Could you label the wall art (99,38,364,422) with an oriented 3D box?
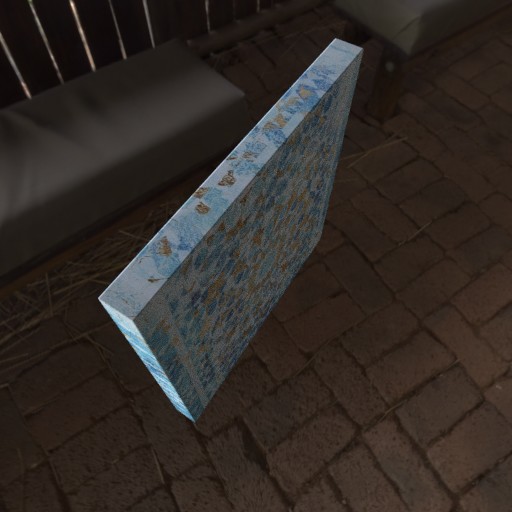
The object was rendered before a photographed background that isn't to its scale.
[{"bbox_3d":[0.000,0.000,0.607,0.037,0.405,0.405,29,63,16],"label":"wall art"}]
